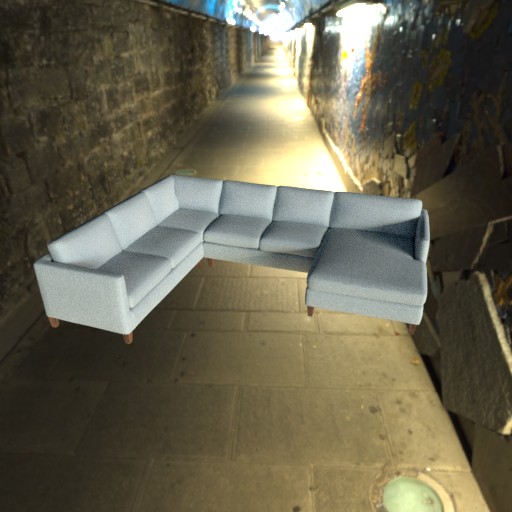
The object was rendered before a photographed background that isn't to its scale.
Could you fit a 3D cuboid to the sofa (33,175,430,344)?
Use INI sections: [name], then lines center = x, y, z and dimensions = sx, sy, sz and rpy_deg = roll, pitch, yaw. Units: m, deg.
[sofa]
center = 0.000, 0.000, 4.634
dimensions = 3.403, 0.889, 2.551
rpy_deg = 8, 28, 16
